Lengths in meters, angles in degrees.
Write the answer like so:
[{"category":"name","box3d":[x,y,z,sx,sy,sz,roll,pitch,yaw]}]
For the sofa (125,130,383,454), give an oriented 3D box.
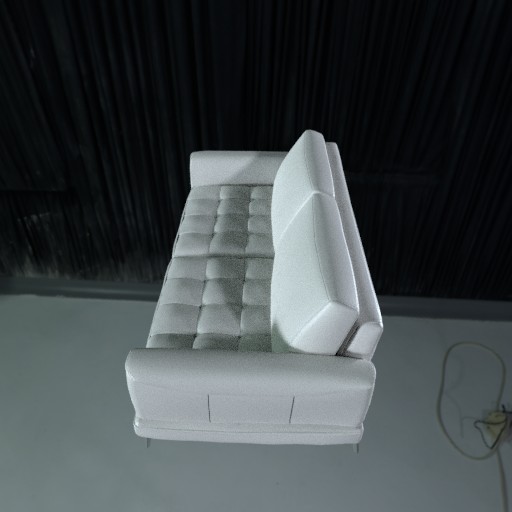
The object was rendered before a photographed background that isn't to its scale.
[{"category":"sofa","box3d":[0.000,0.000,2.735,1.121,0.930,2.177,1,39,1]}]
